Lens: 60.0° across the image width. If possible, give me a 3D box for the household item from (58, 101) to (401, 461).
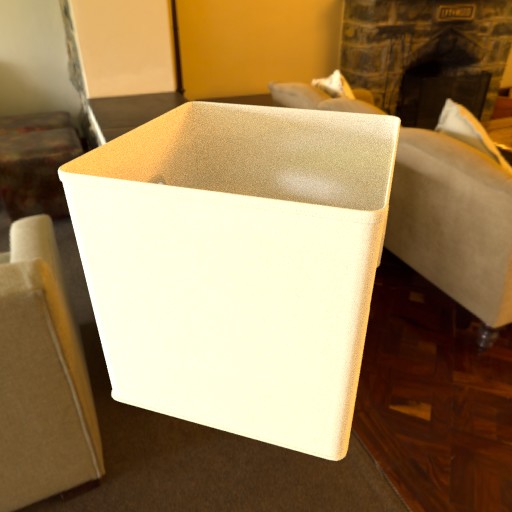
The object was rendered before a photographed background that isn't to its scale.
[{"bbox_3d":[0.000,0.000,0.571,0.305,0.305,0.305,9,33,15],"label":"household item"}]
